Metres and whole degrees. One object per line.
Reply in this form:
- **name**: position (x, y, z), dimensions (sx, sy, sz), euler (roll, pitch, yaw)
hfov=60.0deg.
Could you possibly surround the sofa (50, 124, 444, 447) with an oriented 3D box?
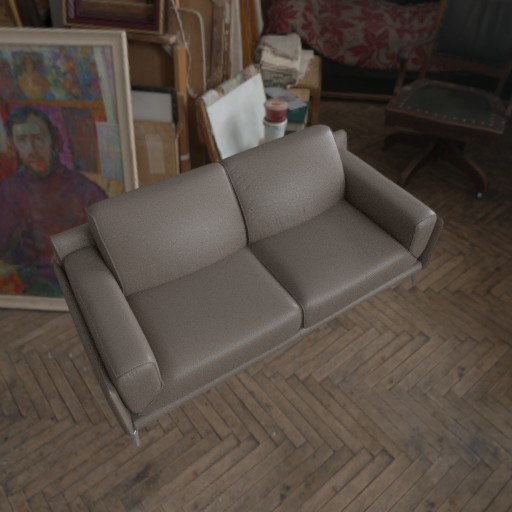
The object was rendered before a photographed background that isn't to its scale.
- **sofa**: position (0.000, 0.000, 2.608), dimensions (2.101, 0.930, 1.049), euler (-25, 51, -22)
